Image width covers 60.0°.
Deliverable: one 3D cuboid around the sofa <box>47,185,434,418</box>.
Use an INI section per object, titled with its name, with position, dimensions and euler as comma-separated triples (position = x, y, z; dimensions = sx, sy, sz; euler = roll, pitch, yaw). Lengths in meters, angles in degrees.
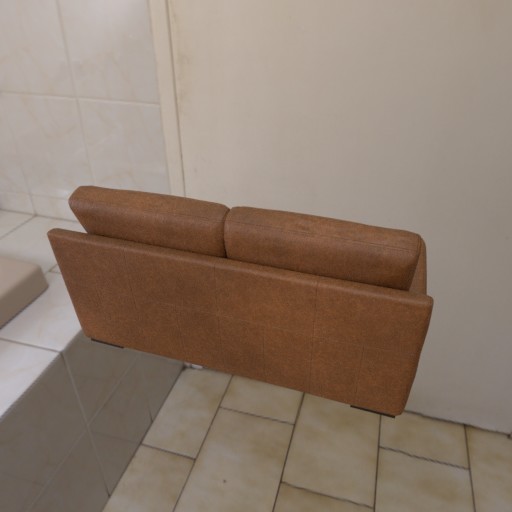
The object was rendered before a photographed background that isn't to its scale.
[sofa]
position = 0.000, 0.000, 2.528
dimensions = 1.880, 0.966, 1.144
euler = 10, 33, 15
